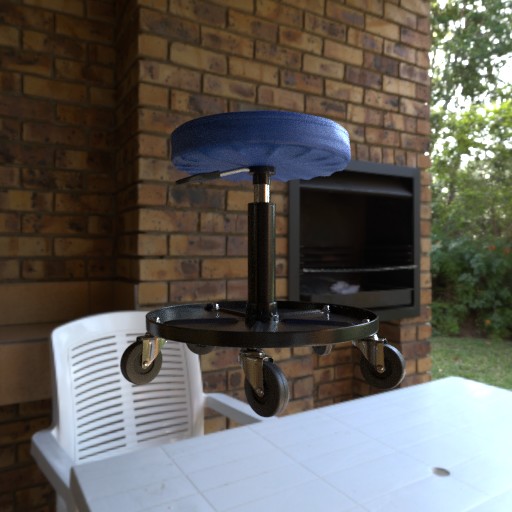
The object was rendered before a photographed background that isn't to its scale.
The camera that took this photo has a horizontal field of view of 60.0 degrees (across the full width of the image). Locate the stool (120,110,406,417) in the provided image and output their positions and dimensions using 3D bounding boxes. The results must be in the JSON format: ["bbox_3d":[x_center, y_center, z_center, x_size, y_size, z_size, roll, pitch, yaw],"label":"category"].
[{"bbox_3d":[0.000,0.000,0.681,0.382,0.365,0.381,0,0,-36],"label":"stool"}]
